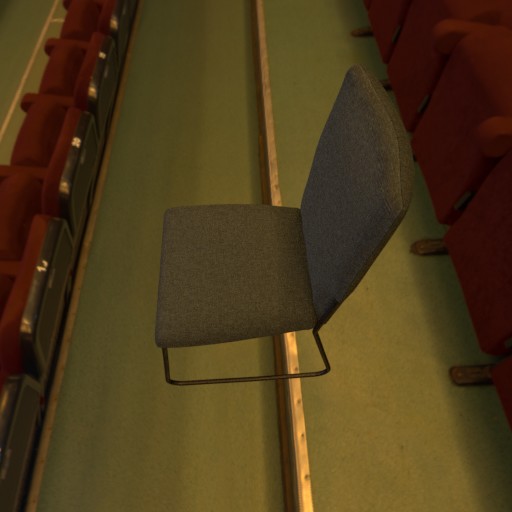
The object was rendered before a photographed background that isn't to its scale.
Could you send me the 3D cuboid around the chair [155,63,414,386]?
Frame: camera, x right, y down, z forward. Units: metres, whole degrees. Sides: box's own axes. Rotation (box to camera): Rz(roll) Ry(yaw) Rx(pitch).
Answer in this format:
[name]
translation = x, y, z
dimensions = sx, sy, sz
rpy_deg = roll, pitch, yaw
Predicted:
[chair]
translation = 0.000, 0.000, 1.282
dimensions = 0.635, 0.931, 0.480
rpy_deg = -3, 57, -2
